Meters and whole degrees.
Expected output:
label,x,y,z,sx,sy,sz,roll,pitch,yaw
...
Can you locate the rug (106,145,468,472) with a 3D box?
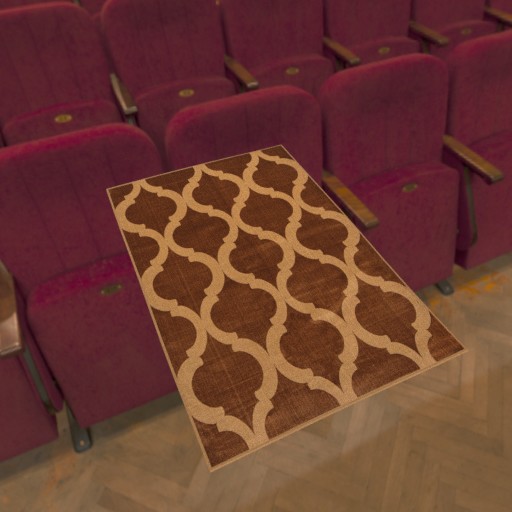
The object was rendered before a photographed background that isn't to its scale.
label,x,y,z,sx,sy,sz,roll,pitch,yaw
rug,0.000,0.000,2.936,1.526,0.014,2.290,-18,49,-17
